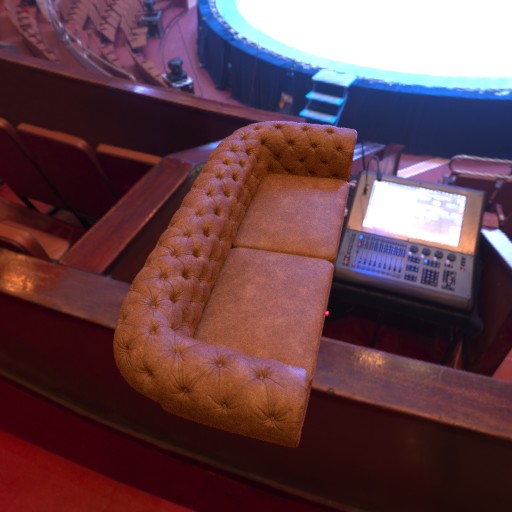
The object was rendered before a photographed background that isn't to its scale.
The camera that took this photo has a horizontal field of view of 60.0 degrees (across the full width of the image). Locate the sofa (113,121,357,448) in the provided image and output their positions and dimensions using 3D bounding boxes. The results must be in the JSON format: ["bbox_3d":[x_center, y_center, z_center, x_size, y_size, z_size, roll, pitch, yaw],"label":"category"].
[{"bbox_3d":[0.000,0.000,2.800,0.989,0.760,2.365,11,46,10],"label":"sofa"}]
